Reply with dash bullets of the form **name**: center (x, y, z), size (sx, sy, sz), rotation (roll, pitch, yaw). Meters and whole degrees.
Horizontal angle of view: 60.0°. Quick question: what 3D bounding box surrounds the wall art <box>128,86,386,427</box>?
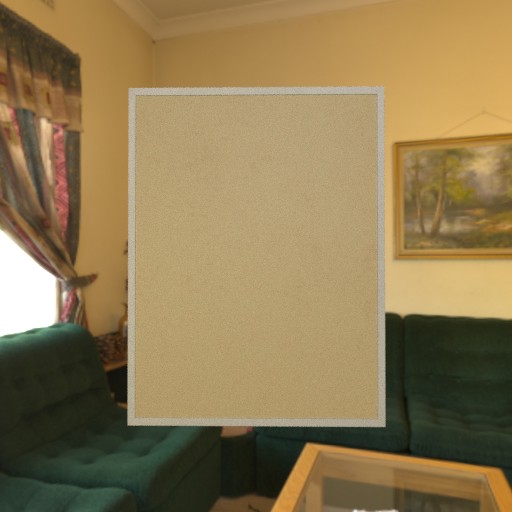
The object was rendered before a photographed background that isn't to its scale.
- **wall art**: center (0.000, 0.000, 1.377), size (0.789, 1.042, 0.034), rotation (0, -1, 1)
